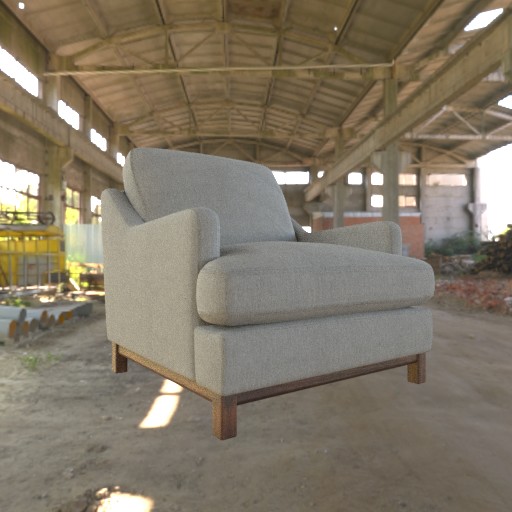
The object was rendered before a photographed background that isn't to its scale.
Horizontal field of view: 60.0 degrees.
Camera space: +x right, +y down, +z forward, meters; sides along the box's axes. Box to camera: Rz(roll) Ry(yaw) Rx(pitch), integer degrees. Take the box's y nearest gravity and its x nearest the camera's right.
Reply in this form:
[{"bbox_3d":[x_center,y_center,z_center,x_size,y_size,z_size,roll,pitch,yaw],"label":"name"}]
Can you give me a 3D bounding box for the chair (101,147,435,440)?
[{"bbox_3d":[0.000,0.000,1.535,0.826,0.821,0.892,0,0,-36],"label":"chair"}]
